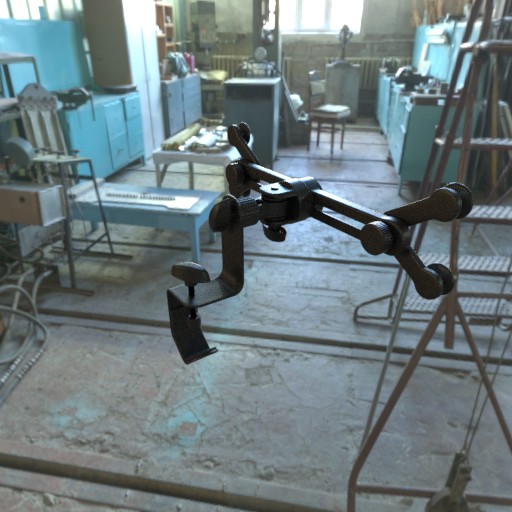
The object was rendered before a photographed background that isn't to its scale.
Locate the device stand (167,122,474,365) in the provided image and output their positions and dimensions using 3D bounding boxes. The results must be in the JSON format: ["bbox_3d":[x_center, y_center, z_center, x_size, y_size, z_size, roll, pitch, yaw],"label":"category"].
[{"bbox_3d":[0.000,0.000,0.371,0.142,0.166,0.270,-18,32,-31],"label":"device stand"}]
